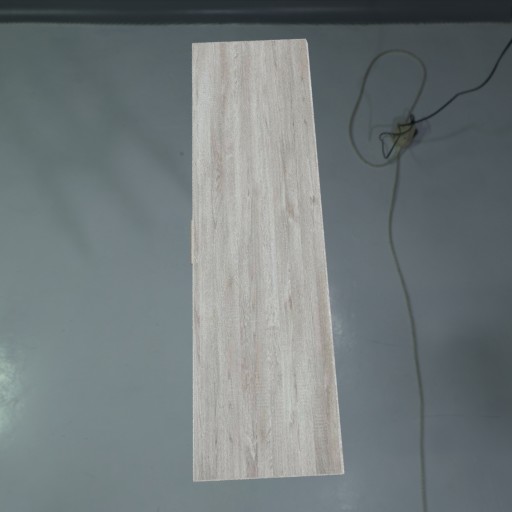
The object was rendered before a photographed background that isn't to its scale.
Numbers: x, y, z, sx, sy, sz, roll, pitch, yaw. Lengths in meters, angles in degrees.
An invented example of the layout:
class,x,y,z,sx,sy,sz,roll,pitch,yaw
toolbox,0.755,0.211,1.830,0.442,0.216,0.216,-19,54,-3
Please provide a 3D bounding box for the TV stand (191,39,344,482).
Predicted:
class,x,y,z,sx,sy,sz,roll,pitch,yaw
TV stand,0.000,0.000,1.556,0.401,0.565,1.313,-2,74,-1
